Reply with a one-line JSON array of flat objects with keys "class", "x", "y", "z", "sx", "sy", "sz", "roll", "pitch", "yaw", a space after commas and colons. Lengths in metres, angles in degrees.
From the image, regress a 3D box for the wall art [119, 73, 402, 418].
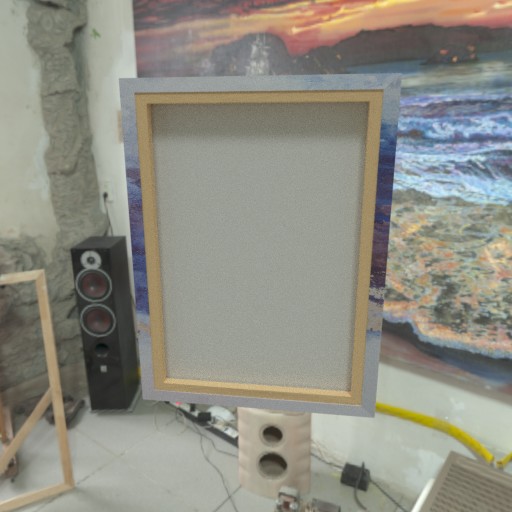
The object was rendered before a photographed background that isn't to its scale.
[{"class": "wall art", "x": 0.000, "y": 0.000, "z": 0.771, "sx": 0.437, "sy": 0.581, "sz": 0.036, "roll": 2, "pitch": 15, "yaw": 7}]
